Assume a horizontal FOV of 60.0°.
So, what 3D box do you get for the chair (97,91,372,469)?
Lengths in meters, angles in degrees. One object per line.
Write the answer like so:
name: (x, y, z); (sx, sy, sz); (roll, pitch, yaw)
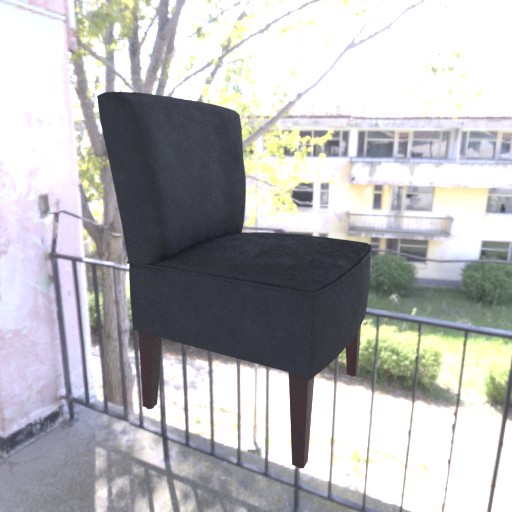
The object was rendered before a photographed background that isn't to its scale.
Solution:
chair: (0.000, 0.000, 1.165); (0.554, 0.806, 0.521); (7, 15, 26)
